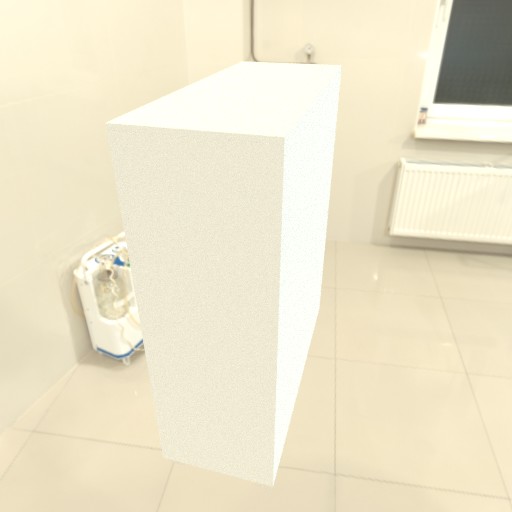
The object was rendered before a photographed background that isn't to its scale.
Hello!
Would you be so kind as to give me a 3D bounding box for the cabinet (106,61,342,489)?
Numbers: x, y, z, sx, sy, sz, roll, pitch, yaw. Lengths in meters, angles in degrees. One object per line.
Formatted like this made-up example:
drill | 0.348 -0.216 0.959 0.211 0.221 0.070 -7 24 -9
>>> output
cabinet | 0.000 0.000 1.638 0.400 1.190 1.000 8 32 13
